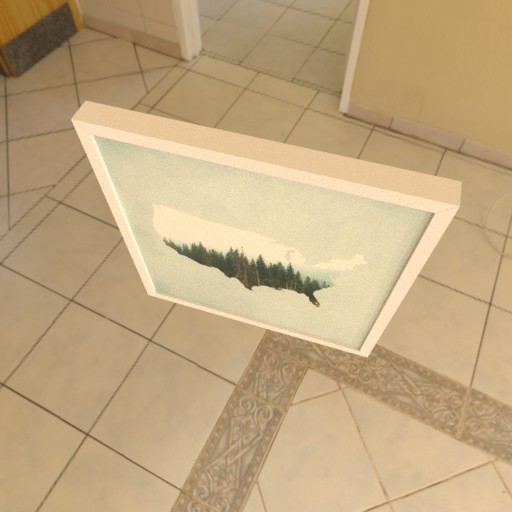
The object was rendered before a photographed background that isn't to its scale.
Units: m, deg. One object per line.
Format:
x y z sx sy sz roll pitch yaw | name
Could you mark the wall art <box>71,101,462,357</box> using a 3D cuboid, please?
0.000 0.000 0.467 0.304 0.304 0.024 15 59 9 | wall art
